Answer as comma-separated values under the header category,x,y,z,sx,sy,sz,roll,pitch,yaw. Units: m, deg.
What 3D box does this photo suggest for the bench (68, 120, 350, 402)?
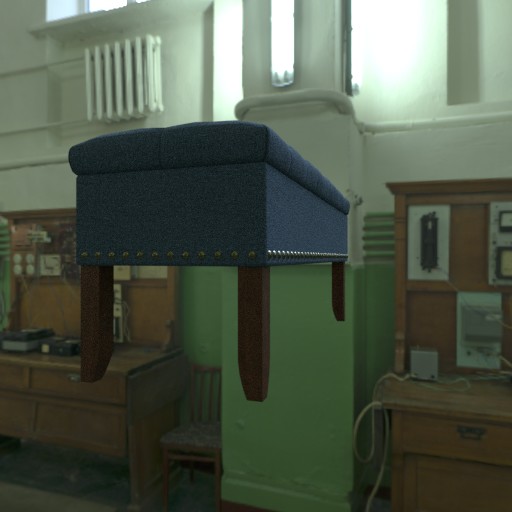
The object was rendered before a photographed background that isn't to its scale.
category,x,y,z,sx,sy,sz,roll,pitch,yaw
bench,0.000,0.000,1.281,0.417,0.492,1.052,0,0,19
